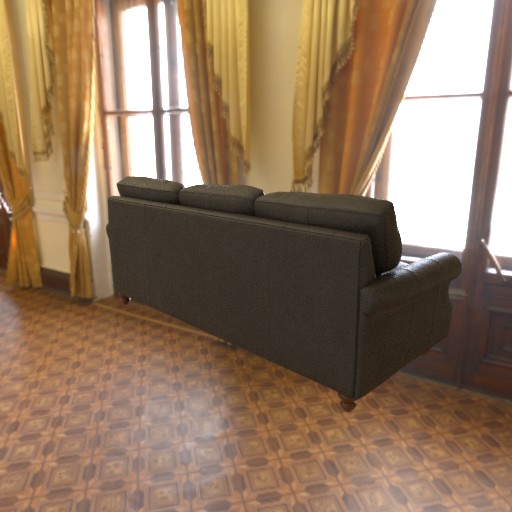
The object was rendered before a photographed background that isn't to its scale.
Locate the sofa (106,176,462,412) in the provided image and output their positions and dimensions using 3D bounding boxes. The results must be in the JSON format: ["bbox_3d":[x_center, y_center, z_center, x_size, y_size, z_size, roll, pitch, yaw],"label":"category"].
[{"bbox_3d":[0.000,0.000,2.912,2.387,0.977,0.974,13,19,43],"label":"sofa"}]
